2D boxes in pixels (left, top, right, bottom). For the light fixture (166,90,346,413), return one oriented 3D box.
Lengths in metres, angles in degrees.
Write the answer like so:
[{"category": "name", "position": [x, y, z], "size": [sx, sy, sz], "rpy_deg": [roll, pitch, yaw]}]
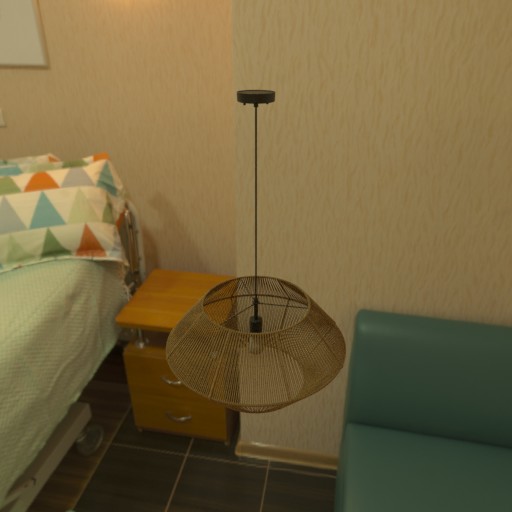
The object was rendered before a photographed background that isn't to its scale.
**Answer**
[{"category": "light fixture", "position": [0.000, 0.000, 1.445], "size": [0.643, 1.009, 0.643], "rpy_deg": [0, 26, 0]}]
